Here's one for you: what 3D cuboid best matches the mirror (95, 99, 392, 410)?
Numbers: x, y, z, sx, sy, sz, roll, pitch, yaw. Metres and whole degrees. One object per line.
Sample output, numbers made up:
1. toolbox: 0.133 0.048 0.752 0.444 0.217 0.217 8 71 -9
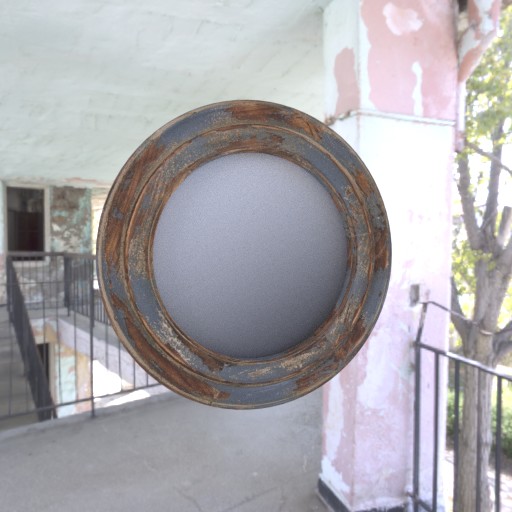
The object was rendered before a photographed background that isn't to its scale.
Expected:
1. mirror: 0.000 0.000 0.859 0.585 0.585 0.061 -1 2 -18
